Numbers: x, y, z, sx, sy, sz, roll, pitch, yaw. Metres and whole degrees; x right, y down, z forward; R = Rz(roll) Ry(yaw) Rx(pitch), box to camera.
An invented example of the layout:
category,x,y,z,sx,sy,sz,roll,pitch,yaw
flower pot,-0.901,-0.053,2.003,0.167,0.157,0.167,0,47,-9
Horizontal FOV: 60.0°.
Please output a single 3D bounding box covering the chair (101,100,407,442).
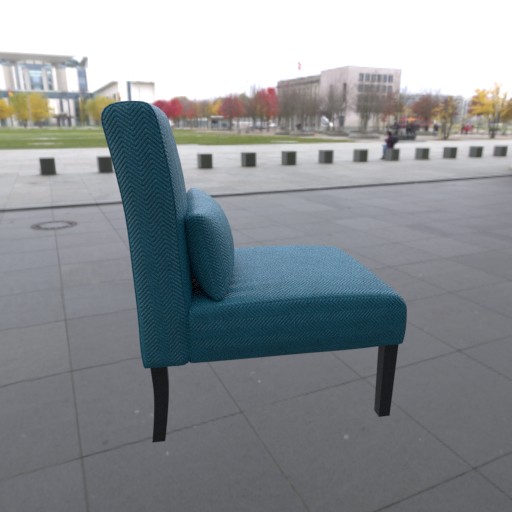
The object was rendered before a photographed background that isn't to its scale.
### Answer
category,x,y,z,sx,sy,sz,roll,pitch,yaw
chair,0.000,0.000,1.441,0.808,0.927,0.579,-3,17,-9
